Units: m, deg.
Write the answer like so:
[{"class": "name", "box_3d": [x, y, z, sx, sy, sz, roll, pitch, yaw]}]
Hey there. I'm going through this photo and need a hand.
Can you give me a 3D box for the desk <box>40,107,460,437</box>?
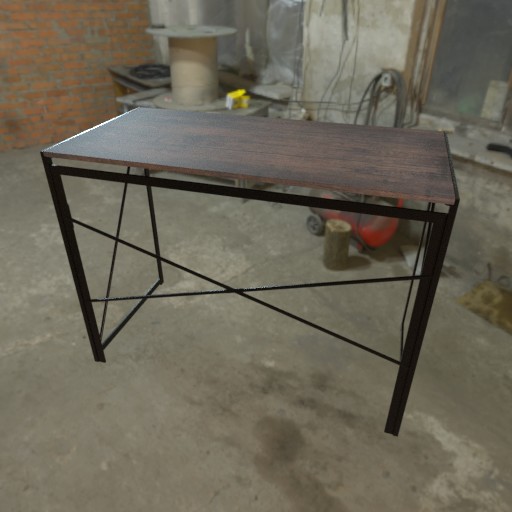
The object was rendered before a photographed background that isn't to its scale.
[{"class": "desk", "box_3d": [0.000, 0.000, 1.420, 1.015, 0.747, 0.505, 9, 33, 15]}]
